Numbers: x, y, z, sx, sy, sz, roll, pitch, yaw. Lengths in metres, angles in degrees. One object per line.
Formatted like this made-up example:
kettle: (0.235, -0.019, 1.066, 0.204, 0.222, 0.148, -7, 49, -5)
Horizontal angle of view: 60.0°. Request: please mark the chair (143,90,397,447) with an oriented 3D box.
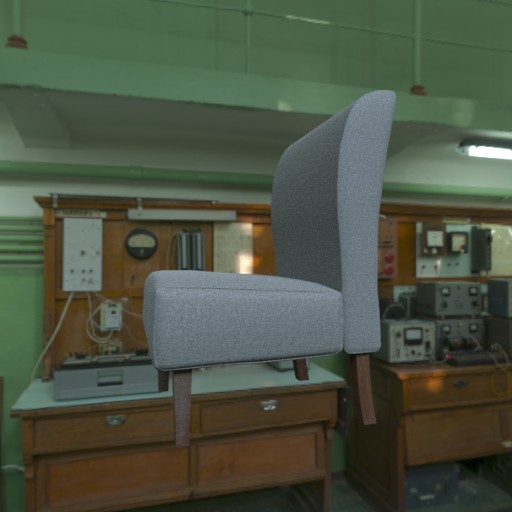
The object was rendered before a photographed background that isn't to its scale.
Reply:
chair: (0.000, 0.000, 1.202, 0.592, 0.804, 0.513, 0, 0, -17)
